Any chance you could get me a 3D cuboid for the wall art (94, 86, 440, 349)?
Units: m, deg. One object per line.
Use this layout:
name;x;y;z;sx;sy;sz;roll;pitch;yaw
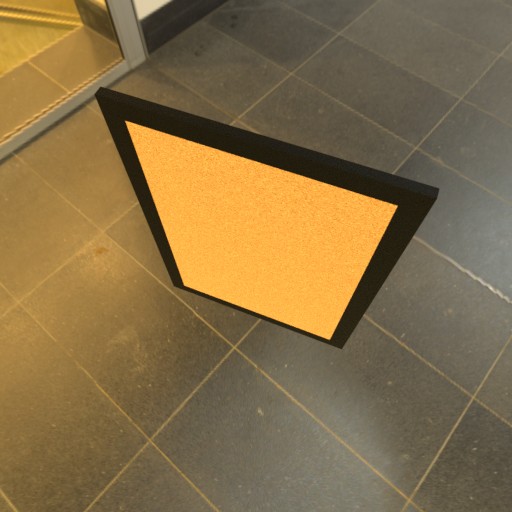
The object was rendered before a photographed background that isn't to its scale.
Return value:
wall art;0.000;0.000;0.600;0.326;0.459;0.011;19;64;10
